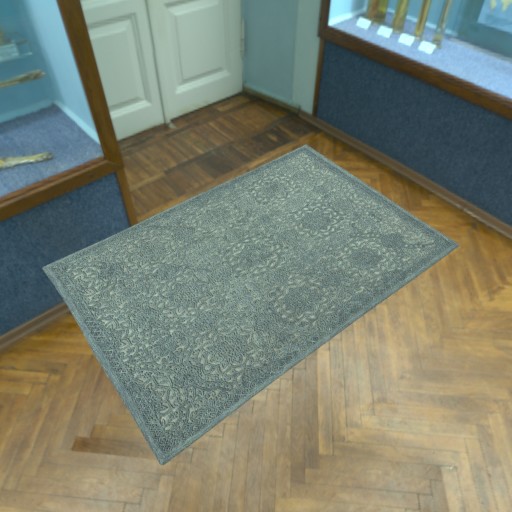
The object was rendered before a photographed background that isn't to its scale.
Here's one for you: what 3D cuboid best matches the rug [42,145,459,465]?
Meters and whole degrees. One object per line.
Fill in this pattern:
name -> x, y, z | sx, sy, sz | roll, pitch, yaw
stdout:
rug -> 0.000, 0.000, 2.321 | 1.830, 0.016, 1.224 | -30, 54, -25
